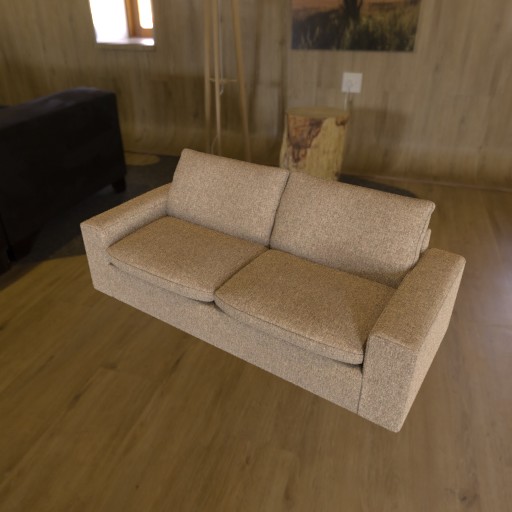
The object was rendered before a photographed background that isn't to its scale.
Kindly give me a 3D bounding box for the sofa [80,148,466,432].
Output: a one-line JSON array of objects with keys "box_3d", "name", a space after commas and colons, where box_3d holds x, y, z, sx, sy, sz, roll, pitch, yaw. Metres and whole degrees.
[{"box_3d": [0.000, 0.000, 2.846, 2.299, 0.922, 1.040, 19, 35, 29], "name": "sofa"}]
